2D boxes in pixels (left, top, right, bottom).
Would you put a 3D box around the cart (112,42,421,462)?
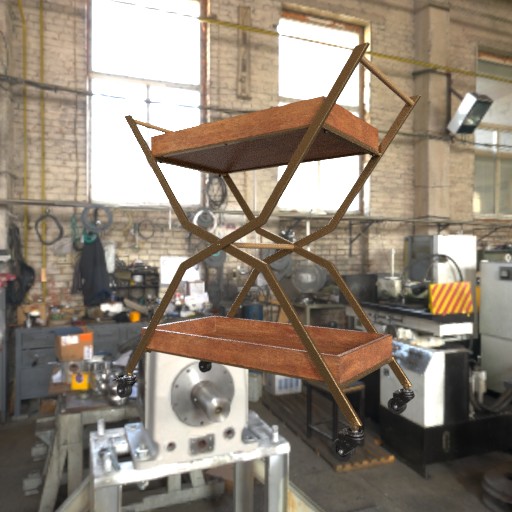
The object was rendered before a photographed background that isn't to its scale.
[{"bbox_3d":[0.000,0.000,1.296,0.836,0.869,0.405,0,0,36],"label":"cart"}]
